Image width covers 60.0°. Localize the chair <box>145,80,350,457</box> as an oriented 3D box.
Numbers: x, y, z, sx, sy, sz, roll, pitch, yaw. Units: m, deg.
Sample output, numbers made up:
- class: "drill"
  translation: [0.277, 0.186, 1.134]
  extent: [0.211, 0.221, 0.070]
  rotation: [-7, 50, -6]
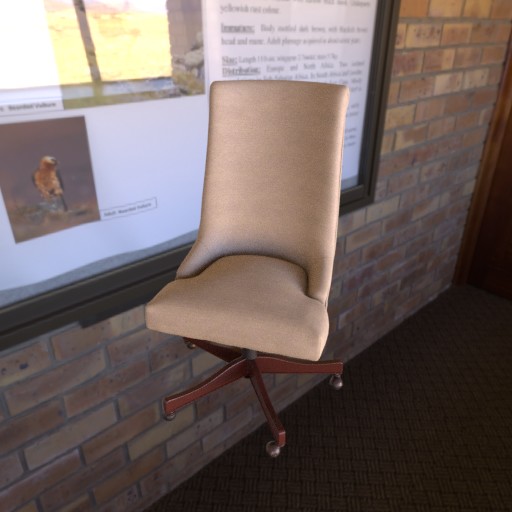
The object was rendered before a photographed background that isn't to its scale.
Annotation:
- class: "chair"
  translation: [0.000, 0.000, 1.444]
  extent: [0.645, 1.010, 0.696]
  rotation: [8, 28, 15]
